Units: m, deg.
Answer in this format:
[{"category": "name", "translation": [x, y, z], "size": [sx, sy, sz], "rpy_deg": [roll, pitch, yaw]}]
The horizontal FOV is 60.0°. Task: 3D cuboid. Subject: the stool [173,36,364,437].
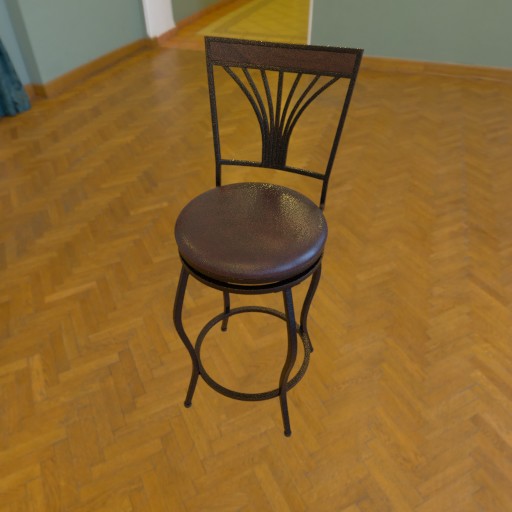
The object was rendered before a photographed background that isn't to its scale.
[{"category": "stool", "translation": [0.000, 0.000, 1.362], "size": [0.433, 1.117, 0.514], "rpy_deg": [11, 41, 13]}]
